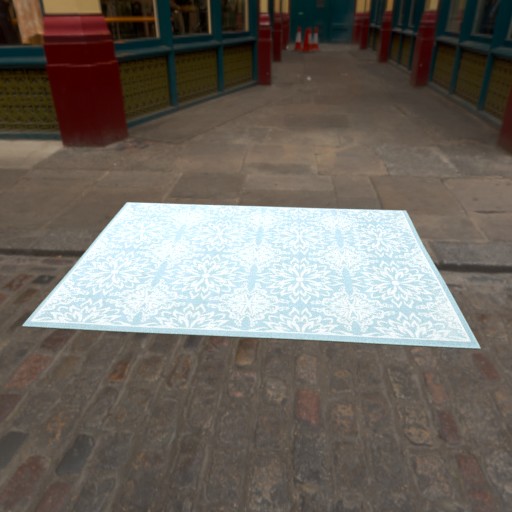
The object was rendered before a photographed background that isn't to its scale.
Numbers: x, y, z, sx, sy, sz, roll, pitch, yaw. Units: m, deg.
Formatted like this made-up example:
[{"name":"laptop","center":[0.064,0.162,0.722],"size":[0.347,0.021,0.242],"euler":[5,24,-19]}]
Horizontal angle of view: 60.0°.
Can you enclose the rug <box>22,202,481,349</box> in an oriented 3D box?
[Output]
[{"name":"rug","center":[0.000,0.000,2.807],"size":[2.205,0.014,1.589],"euler":[2,30,4]}]
